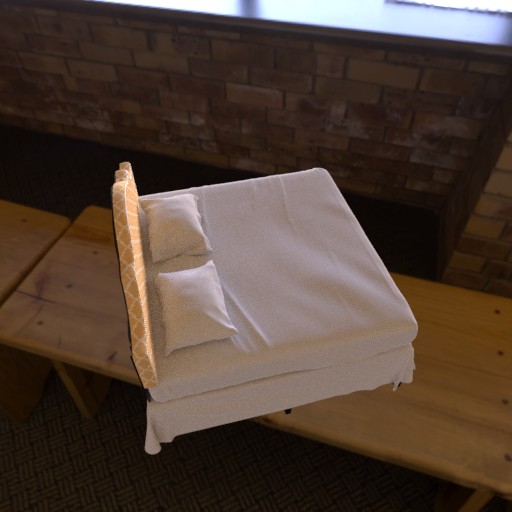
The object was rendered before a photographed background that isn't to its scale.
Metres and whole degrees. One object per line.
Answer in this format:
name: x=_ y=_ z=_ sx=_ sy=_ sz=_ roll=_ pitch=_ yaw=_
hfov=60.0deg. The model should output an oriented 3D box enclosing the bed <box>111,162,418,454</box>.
bed: x=0.000 y=0.000 z=3.686 sx=2.222 sy=1.601 sz=2.314 roll=-10 pitch=48 yaw=-9
